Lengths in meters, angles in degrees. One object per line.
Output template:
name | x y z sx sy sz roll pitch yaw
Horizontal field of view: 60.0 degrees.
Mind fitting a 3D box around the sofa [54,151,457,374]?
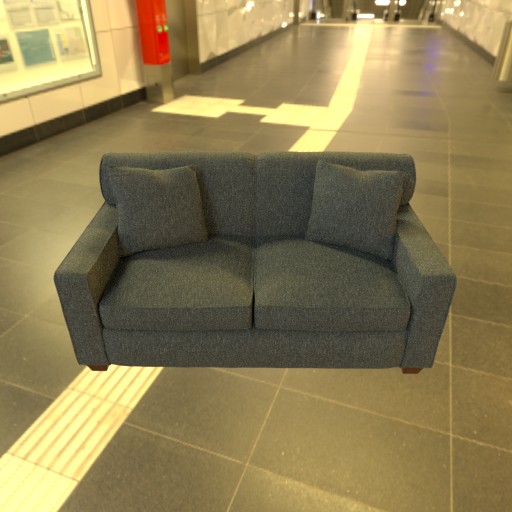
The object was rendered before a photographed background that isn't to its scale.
sofa | 0.000 0.000 2.466 1.846 0.958 0.998 0 32 1
